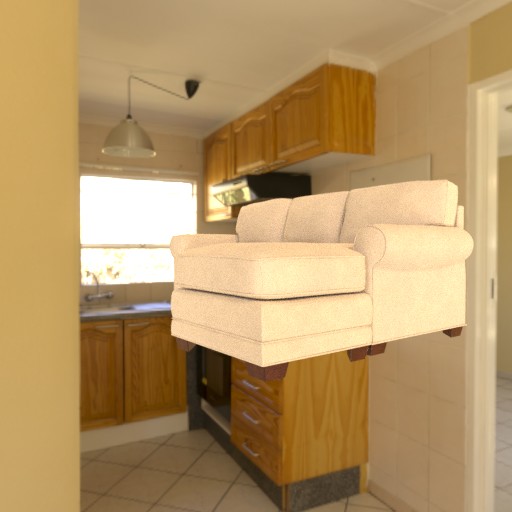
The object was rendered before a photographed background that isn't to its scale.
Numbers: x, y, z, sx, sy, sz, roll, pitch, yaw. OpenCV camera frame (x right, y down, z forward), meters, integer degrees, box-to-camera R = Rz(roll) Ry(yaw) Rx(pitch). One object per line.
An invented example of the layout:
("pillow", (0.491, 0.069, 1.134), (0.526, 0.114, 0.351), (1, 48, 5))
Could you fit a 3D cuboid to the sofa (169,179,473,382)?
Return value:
("sofa", (0.000, 0.000, 2.348), (1.226, 0.734, 1.770), (-1, 1, -37))
